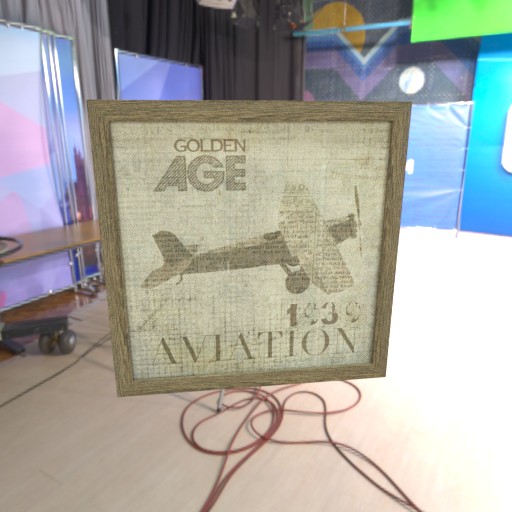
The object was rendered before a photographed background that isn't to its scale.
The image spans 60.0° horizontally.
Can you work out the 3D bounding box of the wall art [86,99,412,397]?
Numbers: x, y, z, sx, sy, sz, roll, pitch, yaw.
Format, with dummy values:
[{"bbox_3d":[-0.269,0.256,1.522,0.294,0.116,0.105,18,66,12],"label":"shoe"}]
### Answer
[{"bbox_3d":[0.000,0.000,0.768,0.508,0.508,0.019,-2,17,-7],"label":"wall art"}]
